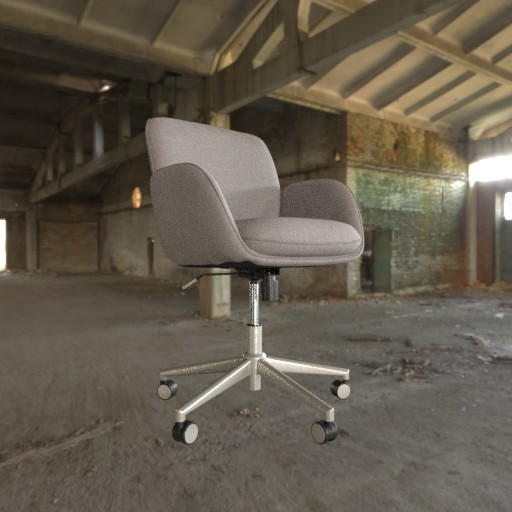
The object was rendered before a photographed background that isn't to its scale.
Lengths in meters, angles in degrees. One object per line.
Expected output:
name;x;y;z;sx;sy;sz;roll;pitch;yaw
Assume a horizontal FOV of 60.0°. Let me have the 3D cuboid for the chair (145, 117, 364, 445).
chair;0.000;0.000;1.383;0.648;0.959;0.654;-1;1;-37
